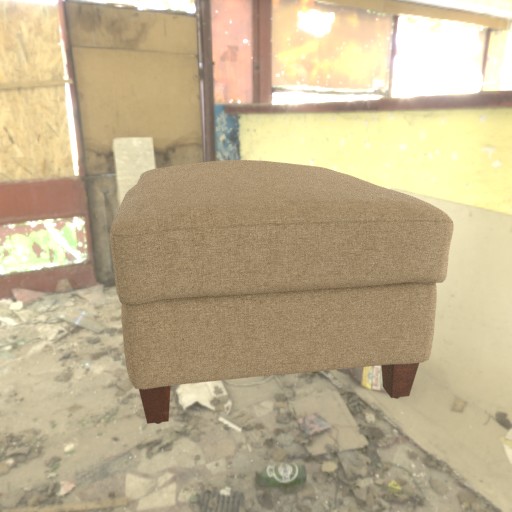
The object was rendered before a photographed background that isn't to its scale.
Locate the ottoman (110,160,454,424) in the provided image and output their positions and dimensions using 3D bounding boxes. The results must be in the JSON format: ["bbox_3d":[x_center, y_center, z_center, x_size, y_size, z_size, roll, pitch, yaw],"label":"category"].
[{"bbox_3d":[0.000,0.000,1.295,0.692,0.511,0.889,-3,18,-9],"label":"ottoman"}]
